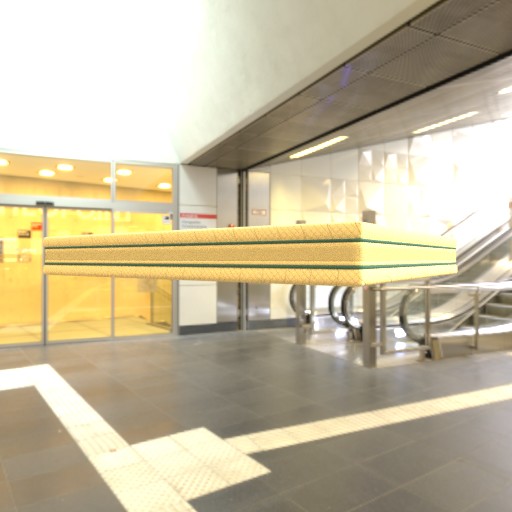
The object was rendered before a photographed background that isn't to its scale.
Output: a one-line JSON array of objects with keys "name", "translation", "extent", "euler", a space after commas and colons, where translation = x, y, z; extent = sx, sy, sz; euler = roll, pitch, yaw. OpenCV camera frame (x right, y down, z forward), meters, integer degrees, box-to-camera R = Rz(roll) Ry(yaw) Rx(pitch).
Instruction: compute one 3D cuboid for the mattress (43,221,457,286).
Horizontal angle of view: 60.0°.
[{"name": "mattress", "translation": [0.000, 0.000, 2.729], "extent": [2.000, 0.230, 1.600], "euler": [0, 0, 35]}]
